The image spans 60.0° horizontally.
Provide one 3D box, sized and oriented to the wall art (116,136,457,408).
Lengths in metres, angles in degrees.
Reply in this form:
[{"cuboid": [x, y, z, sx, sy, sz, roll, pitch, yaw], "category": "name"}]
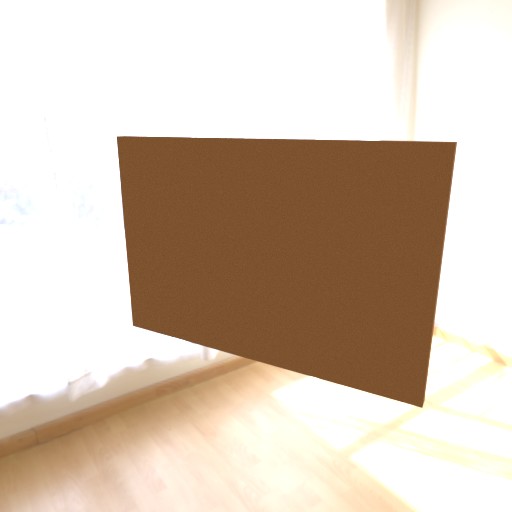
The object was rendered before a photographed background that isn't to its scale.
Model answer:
[{"cuboid": [0.000, 0.000, 1.184, 0.915, 0.608, 0.033, 9, 19, 28], "category": "wall art"}]
